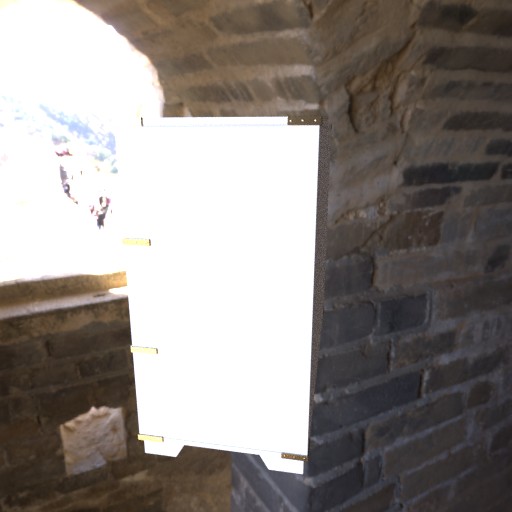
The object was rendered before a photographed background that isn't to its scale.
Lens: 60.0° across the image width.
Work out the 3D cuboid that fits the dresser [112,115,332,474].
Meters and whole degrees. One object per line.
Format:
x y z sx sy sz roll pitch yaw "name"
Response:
0.000 0.000 1.540 0.460 0.891 1.022 3 16 10 "dresser"
